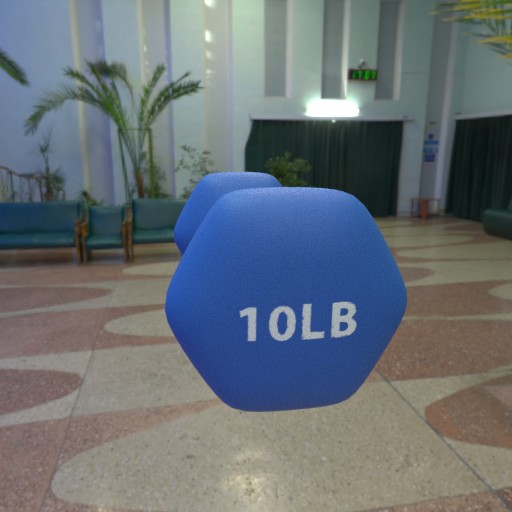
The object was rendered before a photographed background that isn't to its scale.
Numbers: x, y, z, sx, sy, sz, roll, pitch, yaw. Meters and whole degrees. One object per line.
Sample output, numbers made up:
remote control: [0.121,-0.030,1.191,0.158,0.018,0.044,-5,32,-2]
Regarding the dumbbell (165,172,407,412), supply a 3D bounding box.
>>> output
dumbbell: [0.000,0.000,0.266,0.103,0.093,0.212,-2,13,-8]
